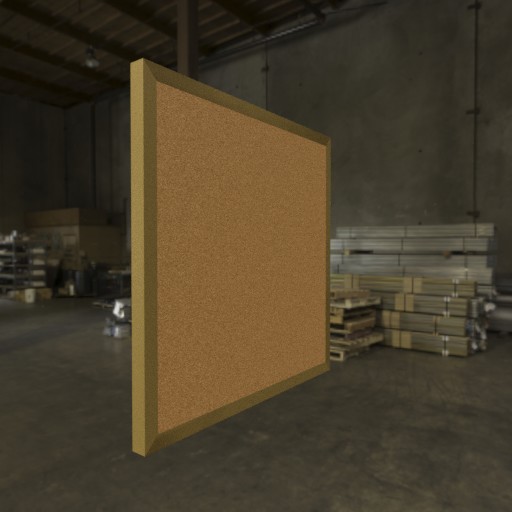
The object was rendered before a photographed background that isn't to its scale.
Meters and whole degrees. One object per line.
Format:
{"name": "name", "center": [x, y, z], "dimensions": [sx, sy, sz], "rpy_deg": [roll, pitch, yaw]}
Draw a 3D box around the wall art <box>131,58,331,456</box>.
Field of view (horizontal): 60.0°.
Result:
{"name": "wall art", "center": [0.000, 0.000, 1.163], "dimensions": [0.038, 0.762, 0.762], "rpy_deg": [1, 1, 37]}
